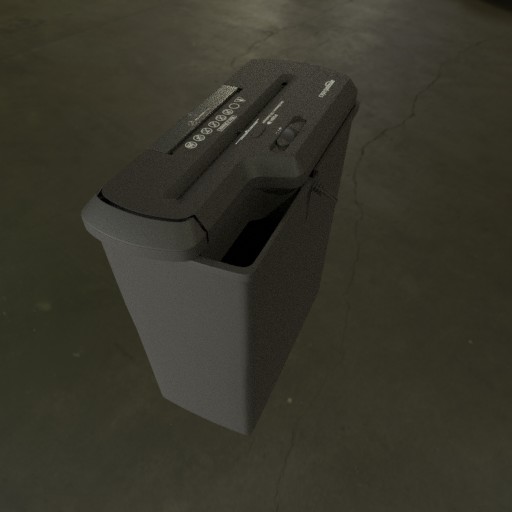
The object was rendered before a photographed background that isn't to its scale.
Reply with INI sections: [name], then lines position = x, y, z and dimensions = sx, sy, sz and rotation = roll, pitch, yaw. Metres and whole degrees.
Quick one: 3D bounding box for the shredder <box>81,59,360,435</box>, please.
[shredder]
position = 0.000, 0.000, 0.508
dimensions = 0.170, 0.335, 0.320
rotation = 18, 48, 17
